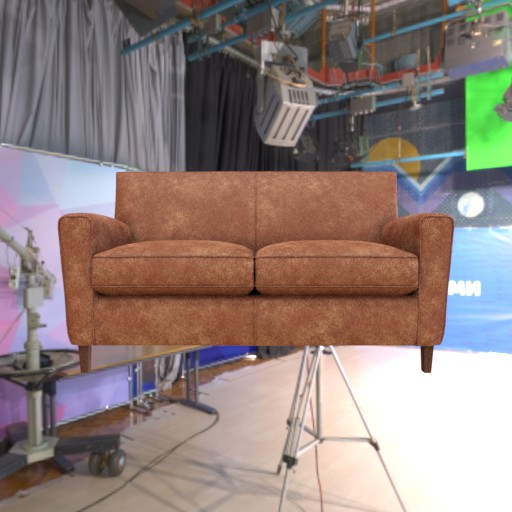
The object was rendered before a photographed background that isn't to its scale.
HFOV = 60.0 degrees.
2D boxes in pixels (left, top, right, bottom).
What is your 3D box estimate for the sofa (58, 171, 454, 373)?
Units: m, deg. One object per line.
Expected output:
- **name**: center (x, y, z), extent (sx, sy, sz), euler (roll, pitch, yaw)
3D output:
- **sofa**: center (0.000, 0.000, 1.999), extent (1.473, 0.871, 0.787), euler (0, 2, 0)
